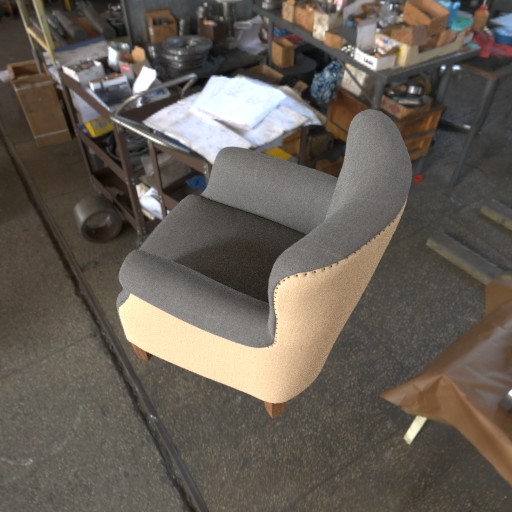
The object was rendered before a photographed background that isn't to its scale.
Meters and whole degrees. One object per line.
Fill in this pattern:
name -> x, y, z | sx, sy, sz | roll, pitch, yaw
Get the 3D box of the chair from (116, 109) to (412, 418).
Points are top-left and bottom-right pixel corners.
chair -> 0.000, 0.000, 1.661 | 0.921, 0.936, 0.861 | 17, 48, 16
